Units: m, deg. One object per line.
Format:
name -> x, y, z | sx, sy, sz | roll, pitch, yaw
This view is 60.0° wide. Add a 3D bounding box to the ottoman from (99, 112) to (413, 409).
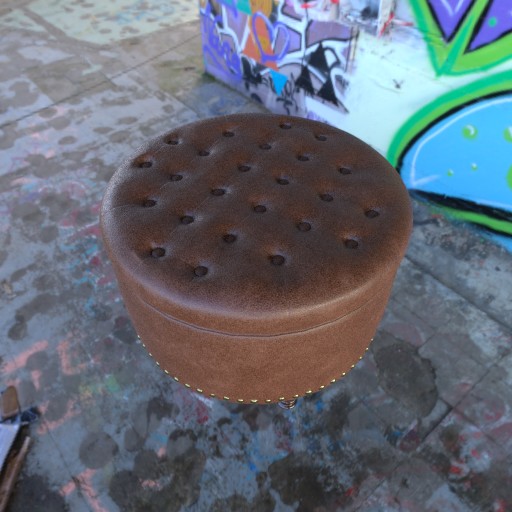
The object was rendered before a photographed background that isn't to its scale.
ottoman -> 0.000, 0.000, 1.058 | 0.637, 0.442, 0.637 | 0, 47, 0
